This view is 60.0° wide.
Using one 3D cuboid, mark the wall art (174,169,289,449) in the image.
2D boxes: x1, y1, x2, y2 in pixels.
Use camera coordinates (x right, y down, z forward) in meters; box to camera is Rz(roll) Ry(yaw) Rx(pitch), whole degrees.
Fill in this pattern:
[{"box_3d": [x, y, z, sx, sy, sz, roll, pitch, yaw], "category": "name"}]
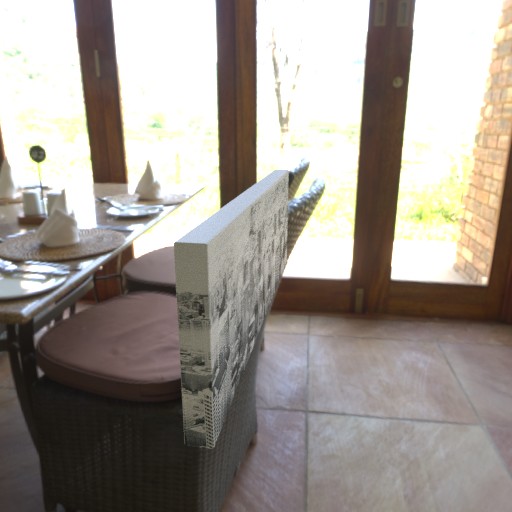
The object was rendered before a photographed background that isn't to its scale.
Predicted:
[{"box_3d": [0.000, 0.000, 0.857, 0.038, 0.255, 0.763, 3, 17, 10], "category": "wall art"}]
